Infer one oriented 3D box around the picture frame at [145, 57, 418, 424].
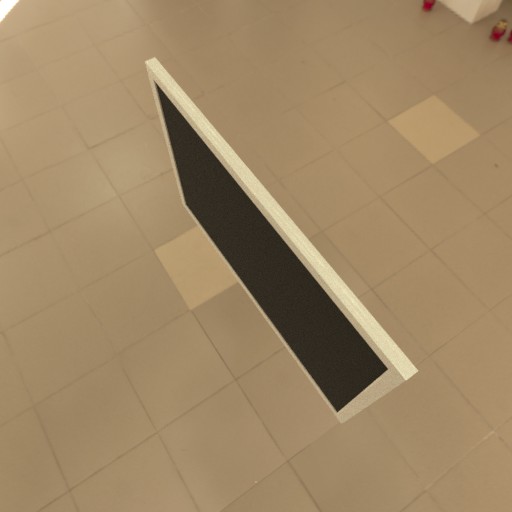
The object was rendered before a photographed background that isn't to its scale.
[{"bbox_3d":[0.000,0.000,1.222,0.029,0.640,0.950,-31,67,-15],"label":"picture frame"}]
